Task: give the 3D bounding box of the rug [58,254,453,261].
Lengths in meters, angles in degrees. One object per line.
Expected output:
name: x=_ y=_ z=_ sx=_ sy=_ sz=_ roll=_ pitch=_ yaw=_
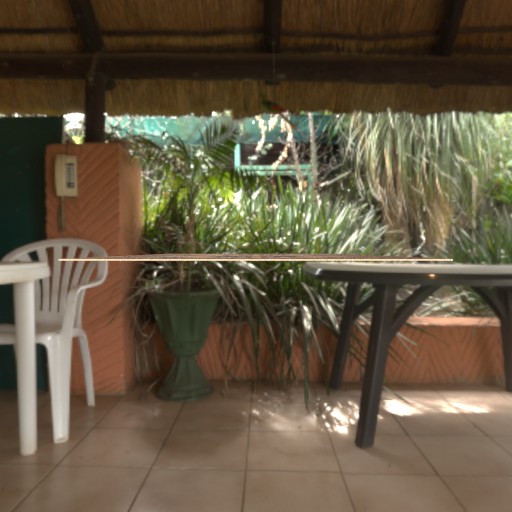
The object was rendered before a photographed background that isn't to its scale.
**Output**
rug: x=0.000 y=0.000 z=2.918 sx=1.611 sy=0.008 sz=2.227 roll=0 pitch=1 yaw=0
